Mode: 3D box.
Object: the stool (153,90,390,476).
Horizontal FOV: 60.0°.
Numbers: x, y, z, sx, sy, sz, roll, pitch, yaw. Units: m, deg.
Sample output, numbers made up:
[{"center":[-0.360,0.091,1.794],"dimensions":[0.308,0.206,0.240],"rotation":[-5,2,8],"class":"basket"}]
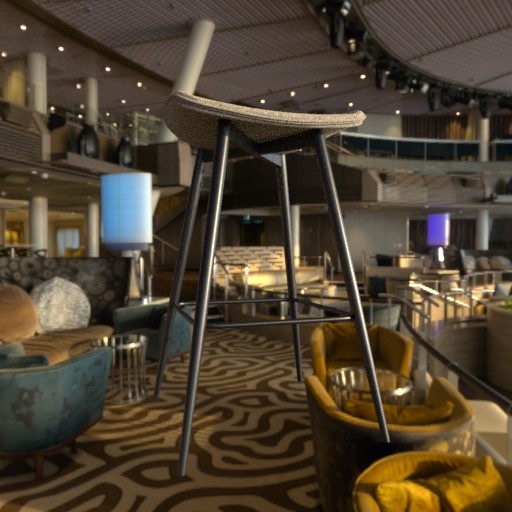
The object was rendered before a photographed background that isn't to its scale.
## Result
[{"center":[0.000,0.000,1.121],"dimensions":[0.469,0.814,0.480],"rotation":[0,1,-18],"class":"stool"}]
